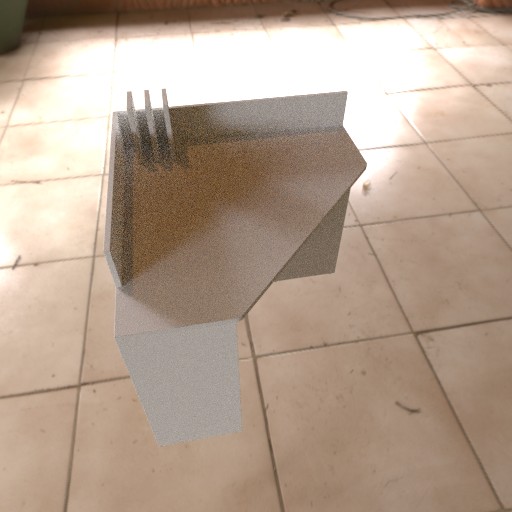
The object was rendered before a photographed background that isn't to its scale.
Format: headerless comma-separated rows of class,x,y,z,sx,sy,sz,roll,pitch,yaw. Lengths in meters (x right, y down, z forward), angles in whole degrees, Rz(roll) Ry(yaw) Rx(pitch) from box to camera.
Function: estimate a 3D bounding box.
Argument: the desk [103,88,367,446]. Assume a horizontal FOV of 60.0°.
desk,0.000,0.000,1.736,0.940,0.986,0.940,-8,47,-7
